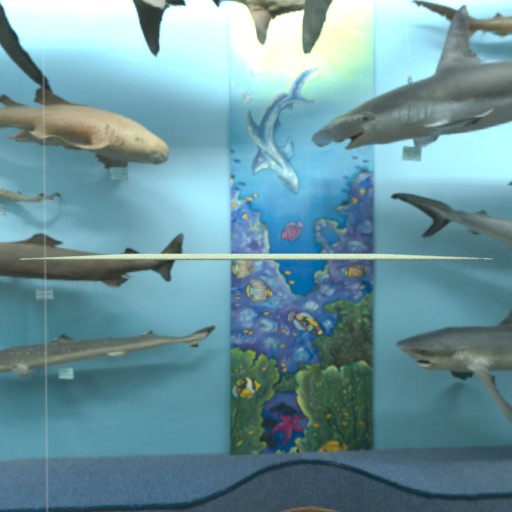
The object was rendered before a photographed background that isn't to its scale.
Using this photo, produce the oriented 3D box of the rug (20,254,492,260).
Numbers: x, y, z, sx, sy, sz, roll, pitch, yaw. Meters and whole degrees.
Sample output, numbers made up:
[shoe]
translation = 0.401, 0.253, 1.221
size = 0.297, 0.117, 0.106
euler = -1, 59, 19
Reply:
[rug]
translation = 0.000, 0.000, 4.031
size = 3.043, 0.013, 2.444
euler = 0, 1, 0
